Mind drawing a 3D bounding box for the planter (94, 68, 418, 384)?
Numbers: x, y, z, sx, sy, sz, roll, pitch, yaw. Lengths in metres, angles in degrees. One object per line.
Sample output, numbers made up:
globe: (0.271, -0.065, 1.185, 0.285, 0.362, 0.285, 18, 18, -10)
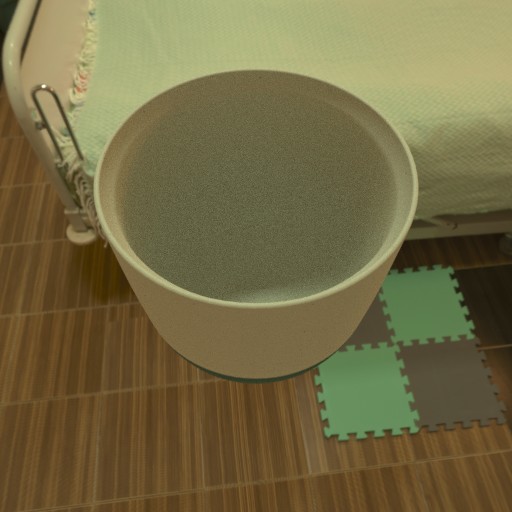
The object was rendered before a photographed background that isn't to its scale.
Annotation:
planter: (0.000, 0.000, 0.371, 0.204, 0.214, 0.204, 0, 57, 0)
